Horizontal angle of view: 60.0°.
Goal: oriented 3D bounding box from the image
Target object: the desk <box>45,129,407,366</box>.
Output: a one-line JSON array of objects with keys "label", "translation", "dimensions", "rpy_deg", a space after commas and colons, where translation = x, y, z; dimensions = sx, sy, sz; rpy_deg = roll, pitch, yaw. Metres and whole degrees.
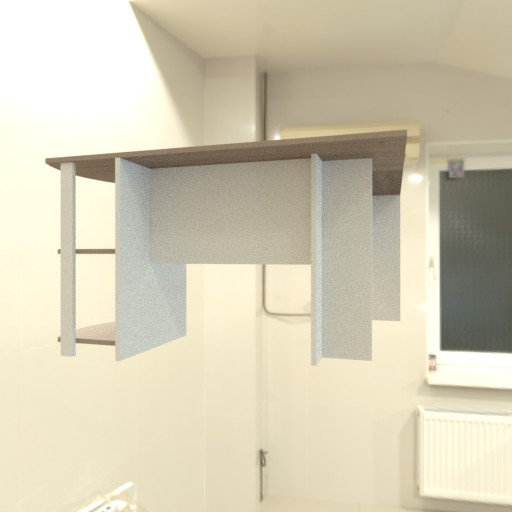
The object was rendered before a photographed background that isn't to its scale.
[{"label": "desk", "translation": [0.000, 0.000, 2.078], "dimensions": [1.303, 0.716, 1.361], "rpy_deg": [0, 0, 17]}]
